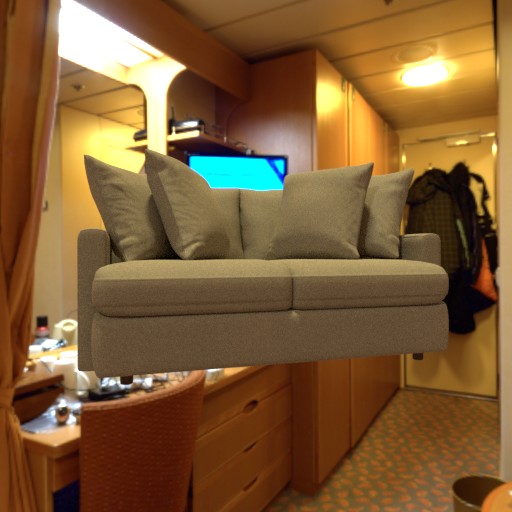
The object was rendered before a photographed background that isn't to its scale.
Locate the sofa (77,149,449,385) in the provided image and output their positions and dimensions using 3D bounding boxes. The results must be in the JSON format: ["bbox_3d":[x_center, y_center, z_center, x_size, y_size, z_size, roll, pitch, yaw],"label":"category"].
[{"bbox_3d":[0.000,0.000,2.583,1.869,1.080,1.228,0,0,-17],"label":"sofa"}]
